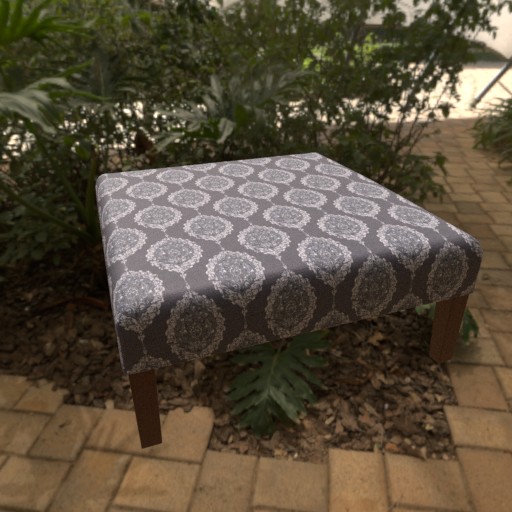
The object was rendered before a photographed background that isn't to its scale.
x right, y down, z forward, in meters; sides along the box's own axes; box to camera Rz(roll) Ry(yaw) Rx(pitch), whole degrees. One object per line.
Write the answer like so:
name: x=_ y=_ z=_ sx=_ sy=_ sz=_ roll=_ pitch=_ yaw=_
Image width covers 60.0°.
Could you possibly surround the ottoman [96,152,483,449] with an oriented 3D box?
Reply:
ottoman: x=0.000 y=0.000 z=1.397 sx=0.889 sy=0.409 sz=0.890 roll=-10 pitch=30 yaw=-18
